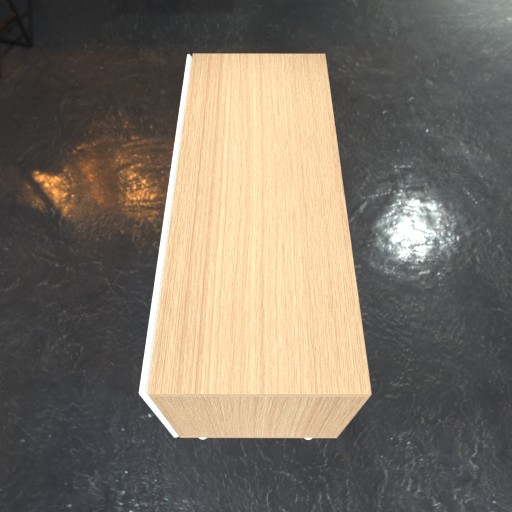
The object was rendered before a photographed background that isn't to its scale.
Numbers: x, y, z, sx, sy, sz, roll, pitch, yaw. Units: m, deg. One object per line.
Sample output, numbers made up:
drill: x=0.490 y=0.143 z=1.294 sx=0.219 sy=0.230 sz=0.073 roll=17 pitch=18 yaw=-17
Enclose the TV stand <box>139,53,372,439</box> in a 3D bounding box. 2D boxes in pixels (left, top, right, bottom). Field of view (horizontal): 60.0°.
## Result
TV stand: x=0.000 y=0.000 z=1.315 sx=0.407 sy=0.660 sz=0.991 roll=0 pitch=57 yaw=0
